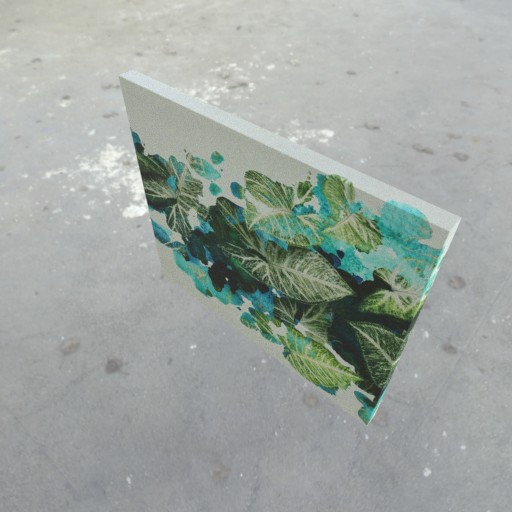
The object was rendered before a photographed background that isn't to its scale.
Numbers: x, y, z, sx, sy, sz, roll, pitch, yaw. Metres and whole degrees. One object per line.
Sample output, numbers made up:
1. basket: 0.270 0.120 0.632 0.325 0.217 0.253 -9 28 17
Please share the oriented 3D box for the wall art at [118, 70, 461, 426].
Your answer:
1. wall art: 0.000 0.000 0.972 0.711 0.610 0.043 32 54 27
